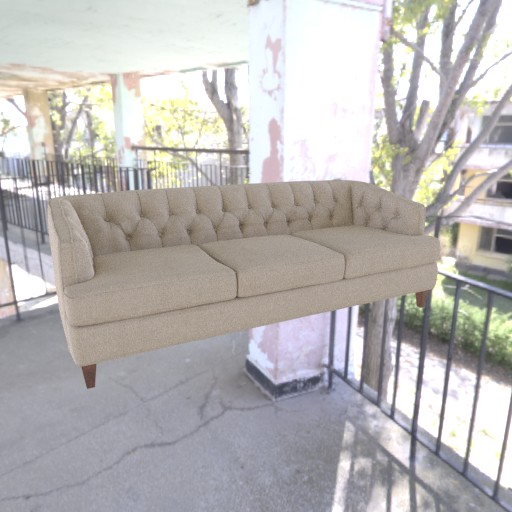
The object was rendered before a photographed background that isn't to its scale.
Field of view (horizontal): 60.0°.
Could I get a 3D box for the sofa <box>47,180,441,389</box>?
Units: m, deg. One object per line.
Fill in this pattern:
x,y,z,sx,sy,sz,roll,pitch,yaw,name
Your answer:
0.000,0.000,2.706,2.235,0.788,0.913,-8,17,-27,sofa
